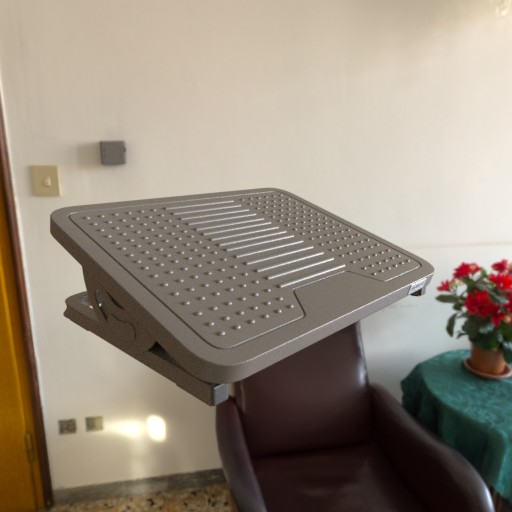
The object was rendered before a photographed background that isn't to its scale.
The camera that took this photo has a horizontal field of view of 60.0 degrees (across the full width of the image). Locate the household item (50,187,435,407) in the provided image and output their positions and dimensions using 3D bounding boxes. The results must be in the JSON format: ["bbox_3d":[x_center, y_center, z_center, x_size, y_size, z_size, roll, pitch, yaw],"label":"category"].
[{"bbox_3d":[0.000,0.000,0.538,0.301,0.126,0.390,13,19,43],"label":"household item"}]
